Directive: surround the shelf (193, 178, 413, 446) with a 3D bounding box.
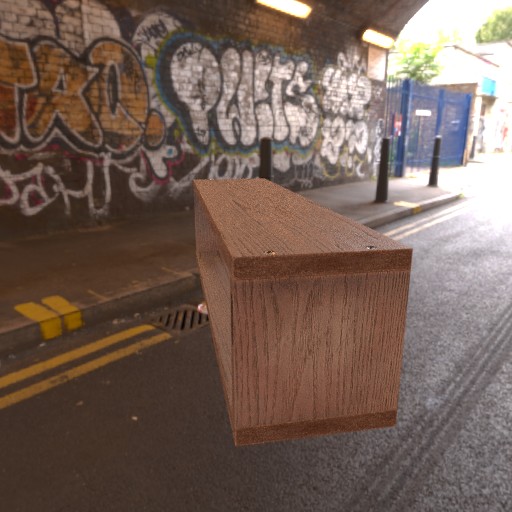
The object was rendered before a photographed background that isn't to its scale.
[{"bbox_3d":[0.000,0.000,0.663,0.150,0.170,0.610,-3,16,-10],"label":"shelf"}]
